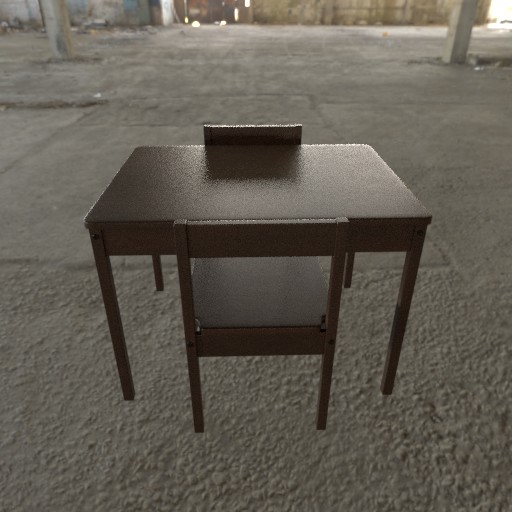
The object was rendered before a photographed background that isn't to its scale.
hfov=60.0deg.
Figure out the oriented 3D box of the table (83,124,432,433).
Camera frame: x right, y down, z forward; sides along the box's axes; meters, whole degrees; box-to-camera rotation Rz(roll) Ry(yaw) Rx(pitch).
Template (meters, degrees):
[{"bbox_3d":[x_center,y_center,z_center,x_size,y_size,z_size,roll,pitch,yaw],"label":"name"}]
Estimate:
[{"bbox_3d":[0.000,0.000,1.130,0.650,0.503,0.672,-1,30,-1],"label":"table"}]
